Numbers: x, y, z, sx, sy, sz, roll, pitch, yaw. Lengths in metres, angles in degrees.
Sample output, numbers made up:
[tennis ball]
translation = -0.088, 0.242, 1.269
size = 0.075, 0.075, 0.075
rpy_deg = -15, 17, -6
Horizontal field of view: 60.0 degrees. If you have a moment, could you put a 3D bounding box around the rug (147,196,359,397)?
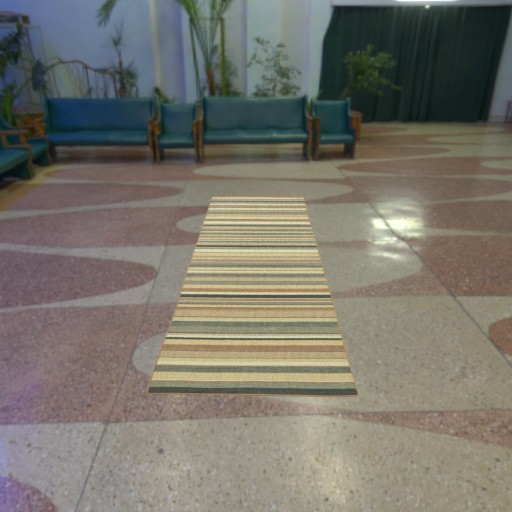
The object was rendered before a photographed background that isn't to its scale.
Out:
[rug]
translation = 0.000, 0.000, 2.752
size = 0.799, 0.010, 2.444
rpy_deg = 0, 25, 1
